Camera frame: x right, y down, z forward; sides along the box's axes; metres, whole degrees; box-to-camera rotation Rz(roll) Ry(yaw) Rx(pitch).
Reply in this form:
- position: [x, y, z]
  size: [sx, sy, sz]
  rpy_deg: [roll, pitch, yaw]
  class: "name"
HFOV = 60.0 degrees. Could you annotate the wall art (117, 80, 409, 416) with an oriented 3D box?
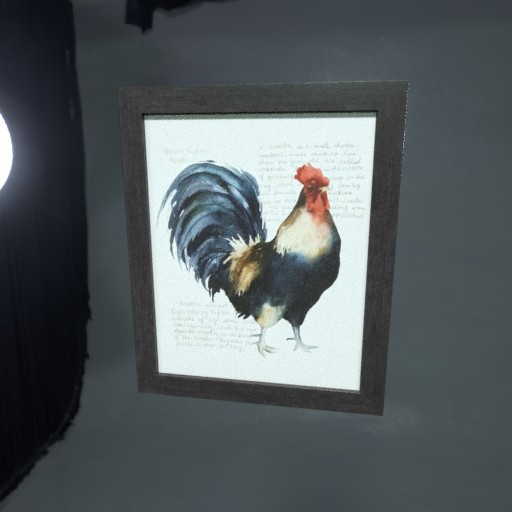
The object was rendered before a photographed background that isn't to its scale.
- position: [0.000, 0.000, 0.799]
  size: [0.479, 0.580, 0.027]
  rpy_deg: [2, 14, 10]
  class: "wall art"
